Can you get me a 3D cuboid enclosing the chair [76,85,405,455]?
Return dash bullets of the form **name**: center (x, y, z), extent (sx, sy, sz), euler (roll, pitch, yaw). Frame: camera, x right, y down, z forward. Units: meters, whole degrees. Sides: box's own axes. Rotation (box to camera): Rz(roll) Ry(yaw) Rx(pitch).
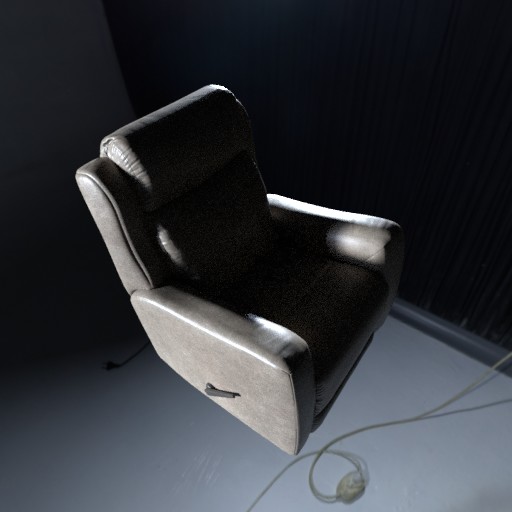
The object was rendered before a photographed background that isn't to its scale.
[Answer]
- **chair**: center (0.000, 0.000, 1.928), extent (1.068, 1.116, 0.967), euler (26, 48, 26)
